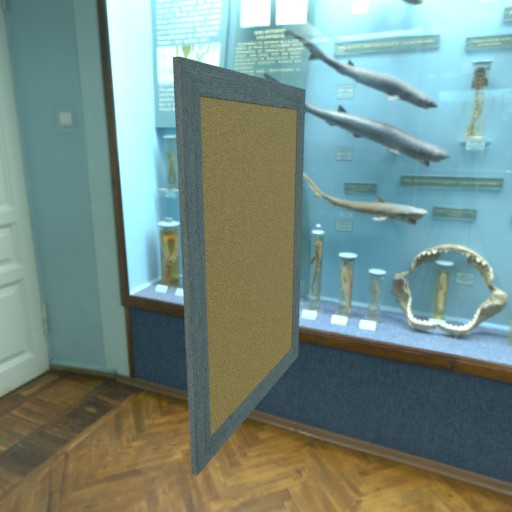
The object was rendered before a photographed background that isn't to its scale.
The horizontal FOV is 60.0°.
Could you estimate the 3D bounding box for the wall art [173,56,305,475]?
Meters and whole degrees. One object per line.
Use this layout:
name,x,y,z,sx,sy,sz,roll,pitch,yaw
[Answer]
wall art,0.000,0.000,1.421,0.020,1.070,0.768,7,17,25
